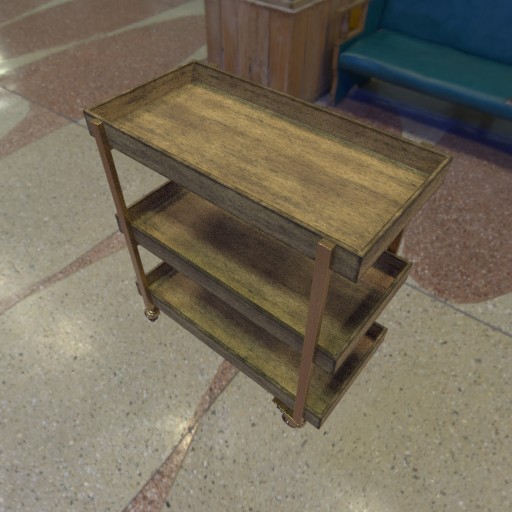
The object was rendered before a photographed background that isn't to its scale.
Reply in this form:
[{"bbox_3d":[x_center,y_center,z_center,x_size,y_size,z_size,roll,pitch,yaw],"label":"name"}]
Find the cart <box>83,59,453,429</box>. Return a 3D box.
[{"bbox_3d":[0.000,0.000,1.266,0.750,0.799,0.416,31,54,26],"label":"cart"}]
